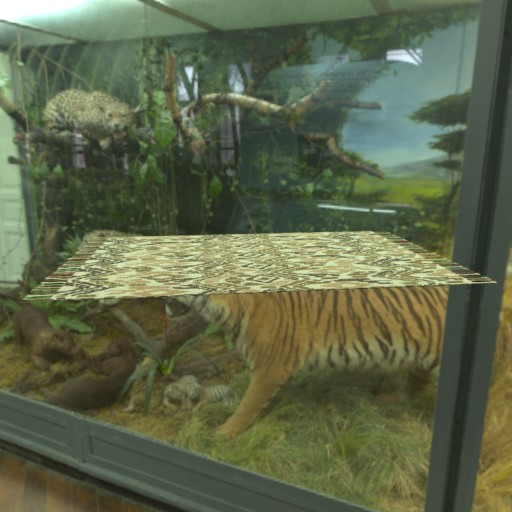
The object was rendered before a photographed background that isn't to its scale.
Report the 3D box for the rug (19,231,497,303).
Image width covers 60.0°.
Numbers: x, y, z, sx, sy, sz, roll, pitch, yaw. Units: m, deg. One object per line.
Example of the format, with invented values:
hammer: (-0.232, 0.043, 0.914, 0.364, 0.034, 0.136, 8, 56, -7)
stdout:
rug: (0.000, 0.000, 2.937, 2.438, 0.008, 1.524, -2, 14, -7)
